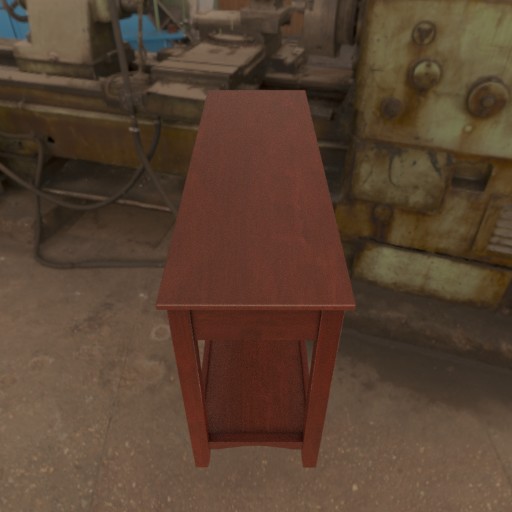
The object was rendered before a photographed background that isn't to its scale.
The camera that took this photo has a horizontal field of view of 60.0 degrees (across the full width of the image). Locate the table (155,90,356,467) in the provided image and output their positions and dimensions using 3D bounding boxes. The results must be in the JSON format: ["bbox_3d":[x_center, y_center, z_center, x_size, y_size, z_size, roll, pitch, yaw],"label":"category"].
[{"bbox_3d":[0.000,0.000,1.550,0.392,0.739,1.188,0,40,0],"label":"table"}]
